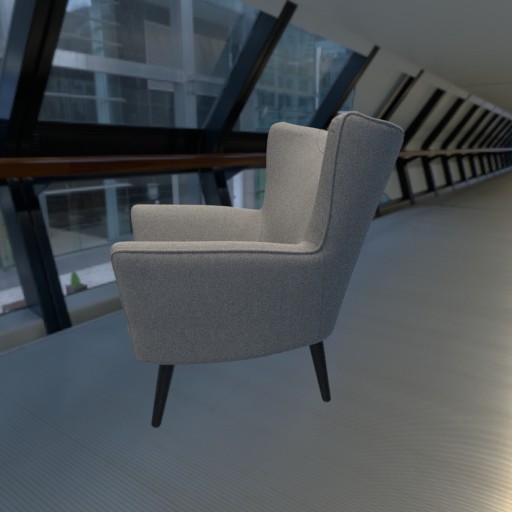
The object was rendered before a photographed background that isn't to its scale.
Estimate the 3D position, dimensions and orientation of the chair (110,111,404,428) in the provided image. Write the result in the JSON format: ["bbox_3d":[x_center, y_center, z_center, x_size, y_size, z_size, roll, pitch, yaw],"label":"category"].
[{"bbox_3d":[0.000,0.000,1.561,0.888,0.933,0.781,-3,15,-10],"label":"chair"}]
